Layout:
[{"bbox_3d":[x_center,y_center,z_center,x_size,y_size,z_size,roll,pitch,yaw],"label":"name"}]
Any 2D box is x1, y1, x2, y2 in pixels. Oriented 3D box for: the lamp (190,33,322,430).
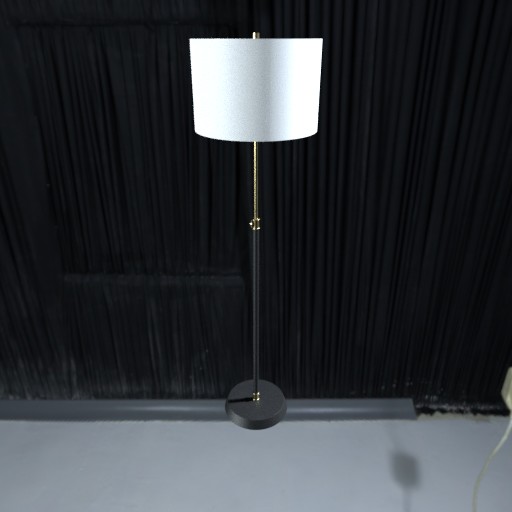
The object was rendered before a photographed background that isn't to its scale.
[{"bbox_3d":[0.000,0.000,1.687,0.404,1.517,0.404,0,26,1],"label":"lamp"}]
